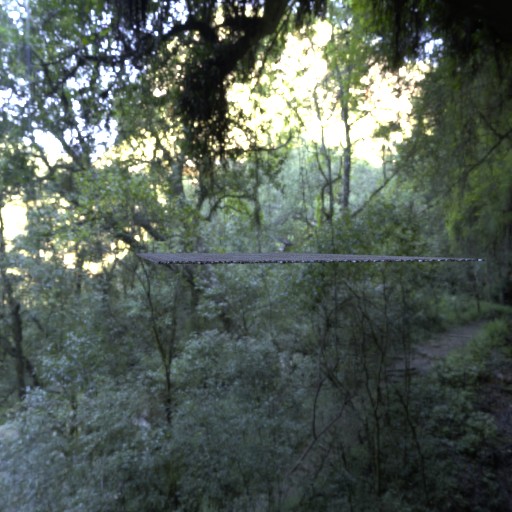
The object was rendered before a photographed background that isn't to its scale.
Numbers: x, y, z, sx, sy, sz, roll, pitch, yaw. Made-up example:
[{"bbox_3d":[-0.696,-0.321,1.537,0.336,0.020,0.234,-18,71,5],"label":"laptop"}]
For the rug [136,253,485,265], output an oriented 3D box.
[{"bbox_3d":[0.000,0.000,2.490,1.237,0.010,2.029,0,1,-17],"label":"rug"}]
